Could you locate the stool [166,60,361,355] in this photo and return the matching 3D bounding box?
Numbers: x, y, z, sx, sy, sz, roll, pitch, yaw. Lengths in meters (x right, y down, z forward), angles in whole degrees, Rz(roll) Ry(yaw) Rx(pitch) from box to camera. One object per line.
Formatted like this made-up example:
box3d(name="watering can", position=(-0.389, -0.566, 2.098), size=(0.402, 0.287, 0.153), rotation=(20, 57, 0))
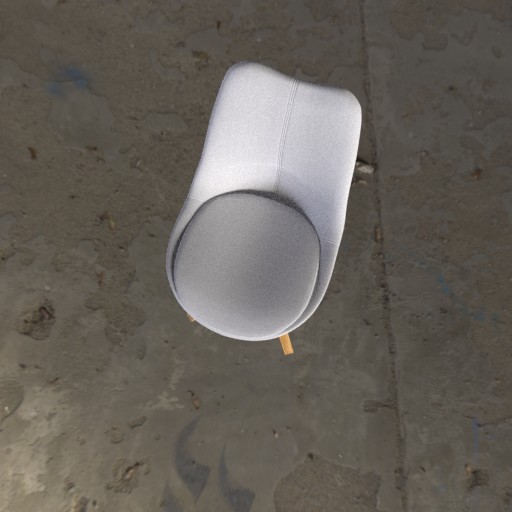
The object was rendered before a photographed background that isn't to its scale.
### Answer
box3d(name="stool", position=(0.000, 0.000, 1.412), size=(0.484, 1.115, 0.550), rotation=(19, 77, 5))
